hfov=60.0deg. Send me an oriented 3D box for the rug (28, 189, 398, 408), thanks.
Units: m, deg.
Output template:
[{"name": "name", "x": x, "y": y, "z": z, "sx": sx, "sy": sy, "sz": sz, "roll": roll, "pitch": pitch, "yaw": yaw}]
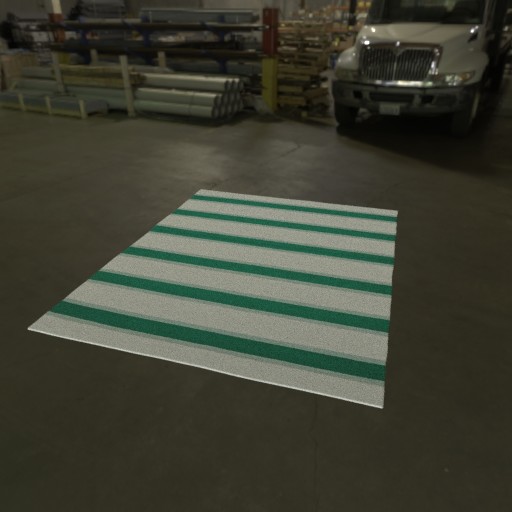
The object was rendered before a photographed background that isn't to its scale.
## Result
[{"name": "rug", "x": 0.000, "y": 0.000, "z": 4.075, "sx": 2.434, "sy": 0.019, "sz": 3.041, "roll": 8, "pitch": 29, "yaw": 15}]
